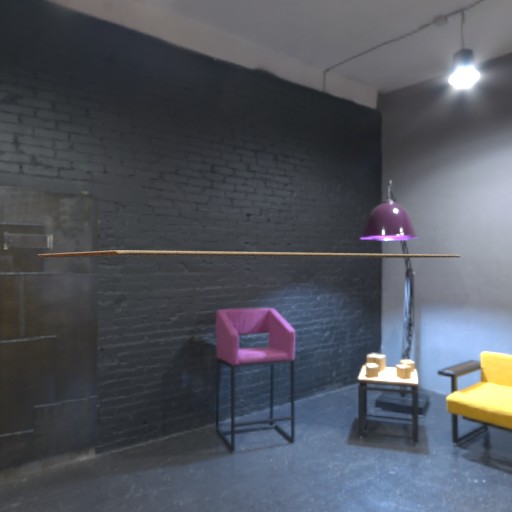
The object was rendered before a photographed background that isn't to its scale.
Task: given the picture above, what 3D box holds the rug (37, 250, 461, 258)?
[{"bbox_3d":[0.000,0.000,2.057,1.667,0.013,1.062,0,-1,-36],"label":"rug"}]
